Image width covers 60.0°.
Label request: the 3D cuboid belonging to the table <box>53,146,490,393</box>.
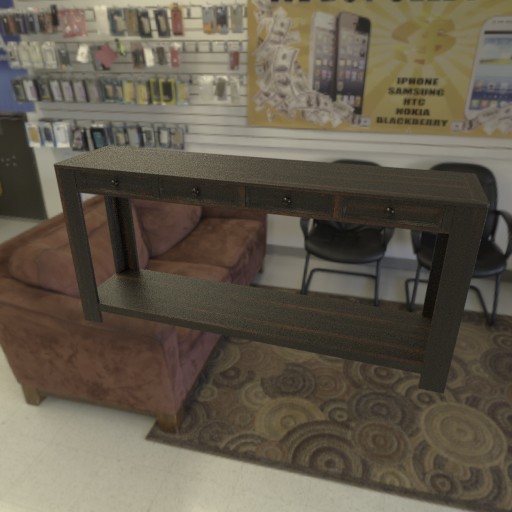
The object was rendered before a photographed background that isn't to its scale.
[{"bbox_3d":[0.000,0.000,1.910,1.631,0.762,0.384,8,27,16],"label":"table"}]
